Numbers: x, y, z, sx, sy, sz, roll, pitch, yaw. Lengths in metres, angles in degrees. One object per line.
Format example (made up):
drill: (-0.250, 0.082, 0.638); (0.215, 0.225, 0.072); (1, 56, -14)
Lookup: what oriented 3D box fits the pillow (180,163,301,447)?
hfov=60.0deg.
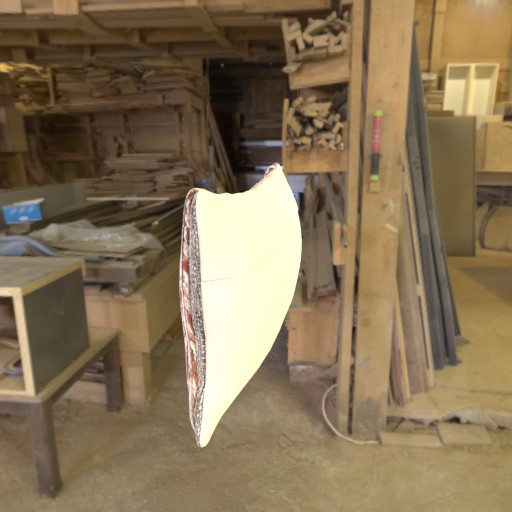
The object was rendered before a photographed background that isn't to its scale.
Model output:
pillow: (0.000, 0.000, 0.745); (0.139, 0.282, 0.635); (3, 14, 10)
